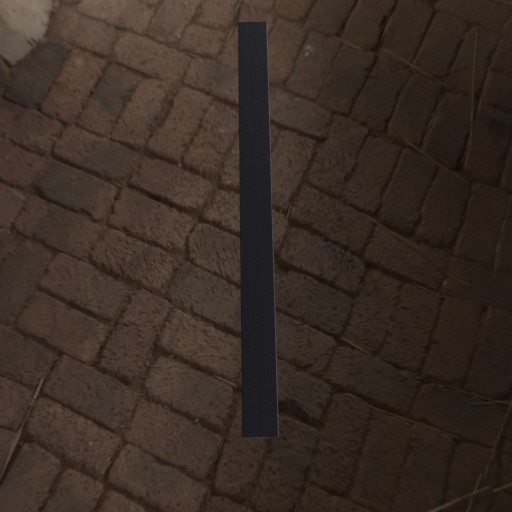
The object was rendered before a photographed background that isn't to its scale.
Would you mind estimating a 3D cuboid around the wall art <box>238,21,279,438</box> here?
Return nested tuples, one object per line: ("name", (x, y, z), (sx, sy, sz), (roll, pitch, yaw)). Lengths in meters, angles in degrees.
("wall art", (0.000, 0.000, 0.764), (0.038, 0.507, 0.507), (-1, 77, 0))
